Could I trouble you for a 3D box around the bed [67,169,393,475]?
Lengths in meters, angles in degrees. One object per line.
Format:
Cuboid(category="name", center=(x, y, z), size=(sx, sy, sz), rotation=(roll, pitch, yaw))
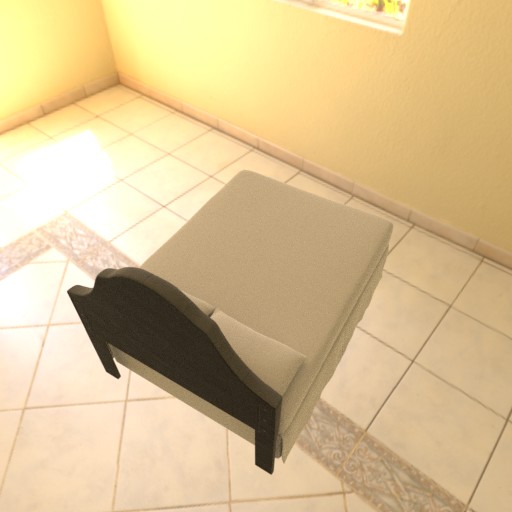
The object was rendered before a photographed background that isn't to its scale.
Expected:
Cuboid(category="bed", center=(0.000, 0.000, 3.354), size=(1.636, 1.575, 2.155), rotation=(23, 51, 21))
